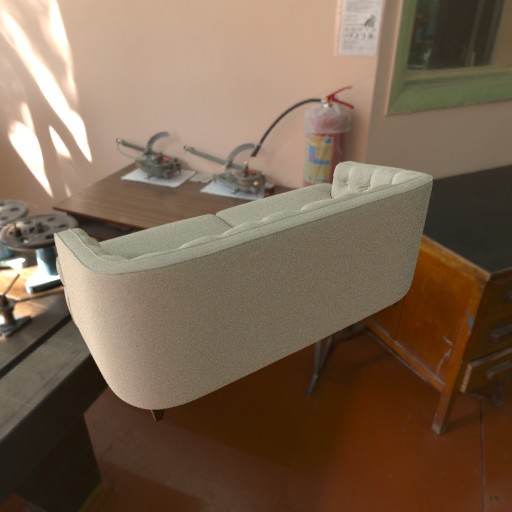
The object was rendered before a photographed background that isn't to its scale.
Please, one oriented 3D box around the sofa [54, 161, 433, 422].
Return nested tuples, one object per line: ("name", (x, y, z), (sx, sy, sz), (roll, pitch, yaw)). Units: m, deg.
("sofa", (0.000, 0.000, 2.250), (1.733, 0.855, 0.941), (-19, 35, -28))
